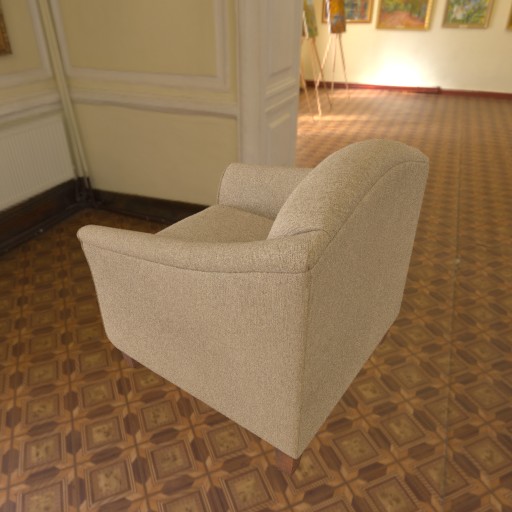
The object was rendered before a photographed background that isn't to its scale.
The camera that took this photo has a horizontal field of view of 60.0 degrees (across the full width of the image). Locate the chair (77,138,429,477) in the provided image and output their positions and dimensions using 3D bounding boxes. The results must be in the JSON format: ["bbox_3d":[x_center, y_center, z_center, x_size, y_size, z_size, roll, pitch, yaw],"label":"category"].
[{"bbox_3d":[0.000,0.000,1.429,0.787,0.839,0.763,20,36,30],"label":"chair"}]
